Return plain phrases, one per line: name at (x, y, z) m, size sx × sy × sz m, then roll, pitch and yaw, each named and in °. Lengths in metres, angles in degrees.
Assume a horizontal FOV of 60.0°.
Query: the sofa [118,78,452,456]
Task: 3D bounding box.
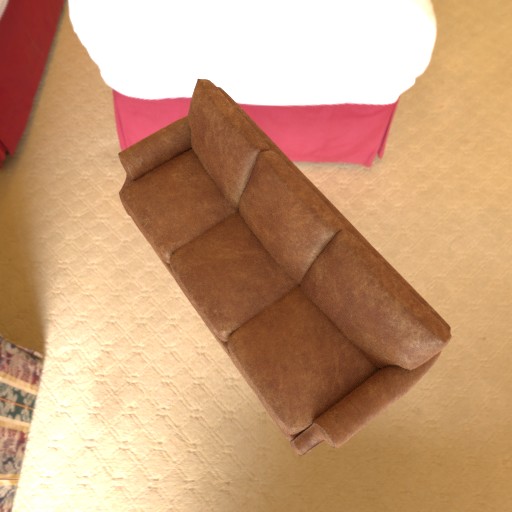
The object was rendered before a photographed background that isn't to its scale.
sofa at (0.000, 0.000, 2.842) m, size 0.973 × 0.977 × 2.351 m, roll -33°, pitch 68°, yaw -15°
